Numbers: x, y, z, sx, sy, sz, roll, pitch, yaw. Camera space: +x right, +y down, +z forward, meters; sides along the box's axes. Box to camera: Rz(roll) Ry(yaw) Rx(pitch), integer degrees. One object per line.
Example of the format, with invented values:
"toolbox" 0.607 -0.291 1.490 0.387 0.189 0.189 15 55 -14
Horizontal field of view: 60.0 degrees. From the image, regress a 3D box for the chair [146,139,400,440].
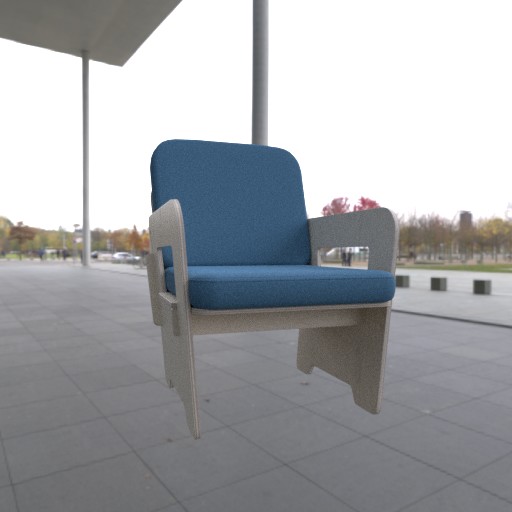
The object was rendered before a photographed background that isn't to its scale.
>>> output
"chair" 0.000 0.000 1.206 0.547 0.747 0.657 0 1 -19
